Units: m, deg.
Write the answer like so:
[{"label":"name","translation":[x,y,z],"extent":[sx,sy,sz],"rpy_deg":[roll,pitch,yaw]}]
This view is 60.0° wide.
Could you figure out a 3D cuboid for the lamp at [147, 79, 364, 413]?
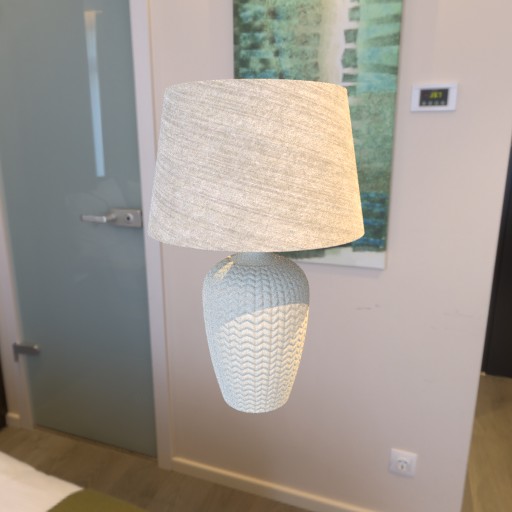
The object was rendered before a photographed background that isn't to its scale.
[{"label":"lamp","translation":[0.000,0.000,0.831],"extent":[0.390,0.580,0.390],"rpy_deg":[0,14,0]}]
